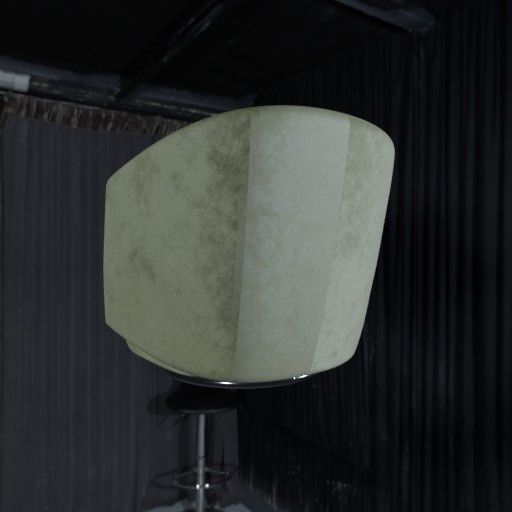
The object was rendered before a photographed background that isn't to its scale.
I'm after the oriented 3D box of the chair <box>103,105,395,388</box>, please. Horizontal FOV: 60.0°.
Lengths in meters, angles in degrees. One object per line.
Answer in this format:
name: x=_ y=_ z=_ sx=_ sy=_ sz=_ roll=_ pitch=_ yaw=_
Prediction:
chair: x=0.000 y=0.000 z=1.357 sx=0.773 sy=0.698 sz=0.767 roll=0 pitch=0 yaw=-35
